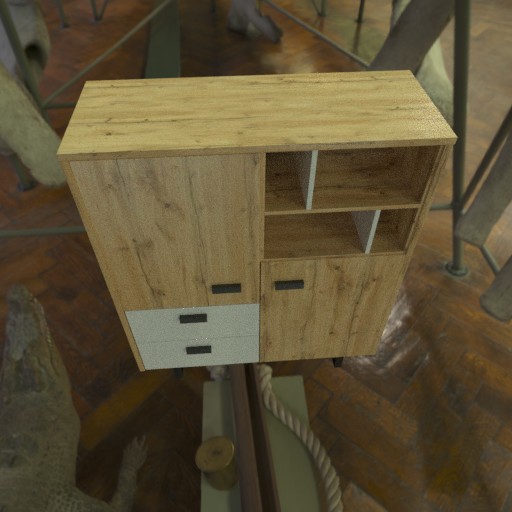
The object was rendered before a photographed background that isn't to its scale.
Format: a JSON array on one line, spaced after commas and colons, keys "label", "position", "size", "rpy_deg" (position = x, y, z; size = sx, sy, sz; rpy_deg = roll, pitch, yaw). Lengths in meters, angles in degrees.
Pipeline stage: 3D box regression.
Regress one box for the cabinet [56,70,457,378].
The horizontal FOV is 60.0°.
[{"label": "cabinet", "position": [0.000, 0.000, 1.943], "size": [1.168, 1.397, 0.473], "rpy_deg": [-3, 47, -3]}]
